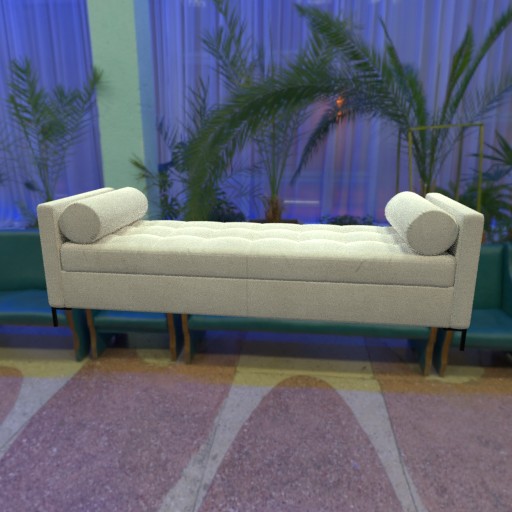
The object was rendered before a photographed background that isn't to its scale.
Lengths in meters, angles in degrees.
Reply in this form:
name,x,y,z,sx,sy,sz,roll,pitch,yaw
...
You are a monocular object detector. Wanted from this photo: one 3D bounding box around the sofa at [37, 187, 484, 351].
name,x,y,z,sx,sy,sz,roll,pitch,yaw
sofa,0.000,0.000,2.335,1.981,0.635,0.686,2,16,7
